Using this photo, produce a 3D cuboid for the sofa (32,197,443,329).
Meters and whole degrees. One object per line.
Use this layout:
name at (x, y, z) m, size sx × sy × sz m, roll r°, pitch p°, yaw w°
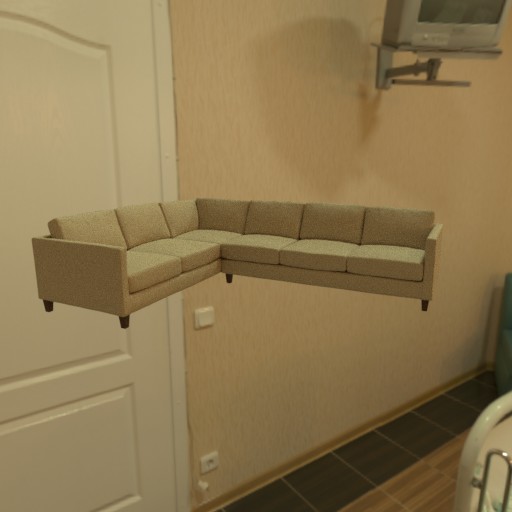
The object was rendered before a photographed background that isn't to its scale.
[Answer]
sofa at (0.000, 0.000, 4.277) m, size 3.182 × 0.863 × 2.432 m, roll 6°, pitch 14°, yaw 25°
